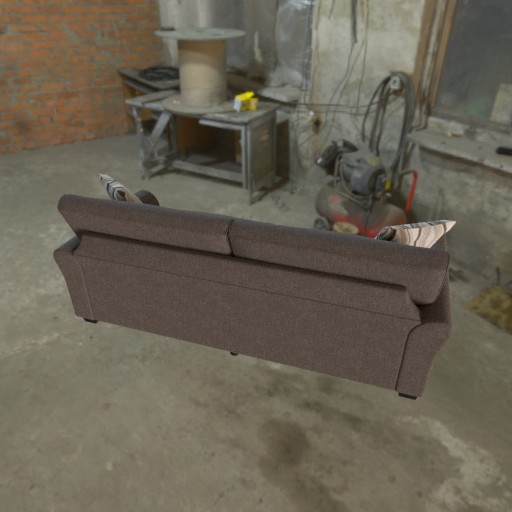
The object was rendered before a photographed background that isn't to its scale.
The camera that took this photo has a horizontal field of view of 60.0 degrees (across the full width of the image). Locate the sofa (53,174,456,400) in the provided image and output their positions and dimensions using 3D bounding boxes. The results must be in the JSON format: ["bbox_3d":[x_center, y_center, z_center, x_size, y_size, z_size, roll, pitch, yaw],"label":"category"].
[{"bbox_3d":[0.000,0.000,2.522,2.032,0.813,0.889,10,33,16],"label":"sofa"}]
